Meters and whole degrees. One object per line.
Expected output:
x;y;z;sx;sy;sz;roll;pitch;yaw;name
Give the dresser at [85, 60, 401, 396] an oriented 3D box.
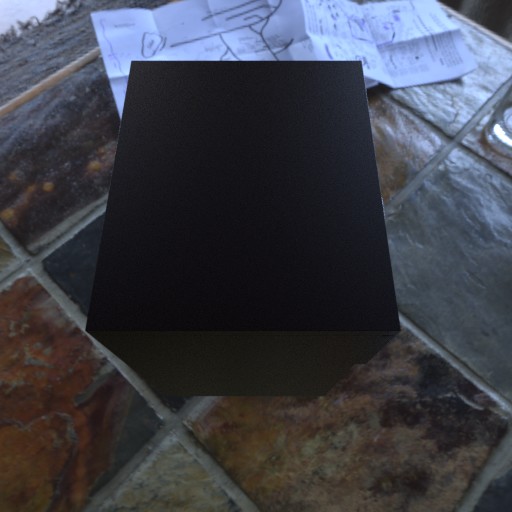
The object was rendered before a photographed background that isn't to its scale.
0.000;0.000;0.765;0.360;0.470;0.400;0;64;0;dresser
